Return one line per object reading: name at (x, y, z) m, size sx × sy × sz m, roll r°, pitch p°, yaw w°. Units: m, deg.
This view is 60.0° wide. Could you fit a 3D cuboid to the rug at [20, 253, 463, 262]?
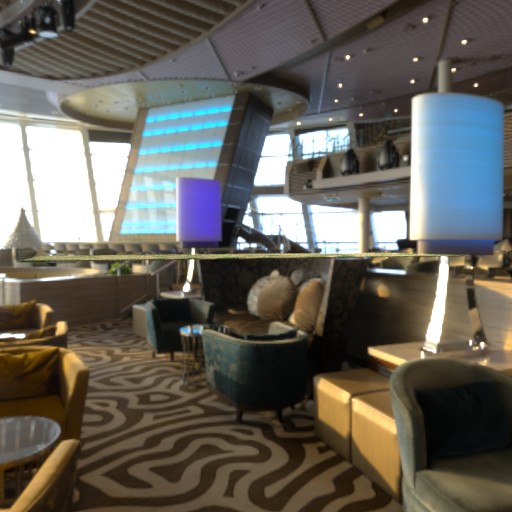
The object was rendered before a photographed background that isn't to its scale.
rug at (0.000, 0.000, 2.683) m, size 2.438 × 0.006 × 0.761 m, roll -1°, pitch 2°, yaw -19°
